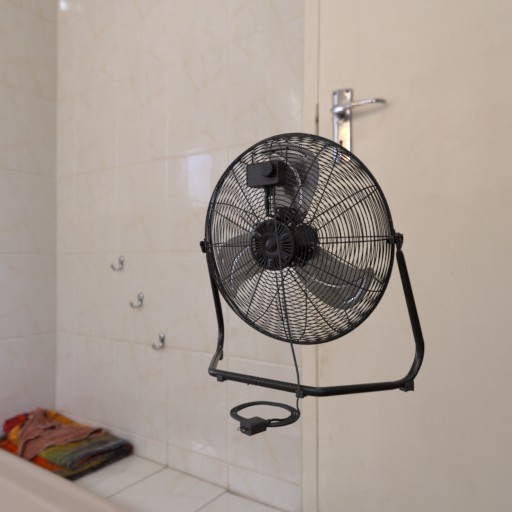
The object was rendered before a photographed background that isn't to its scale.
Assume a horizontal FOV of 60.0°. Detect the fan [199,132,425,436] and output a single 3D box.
[{"bbox_3d":[0.000,0.000,0.908,0.555,0.546,0.424,-1,-1,36],"label":"fan"}]
